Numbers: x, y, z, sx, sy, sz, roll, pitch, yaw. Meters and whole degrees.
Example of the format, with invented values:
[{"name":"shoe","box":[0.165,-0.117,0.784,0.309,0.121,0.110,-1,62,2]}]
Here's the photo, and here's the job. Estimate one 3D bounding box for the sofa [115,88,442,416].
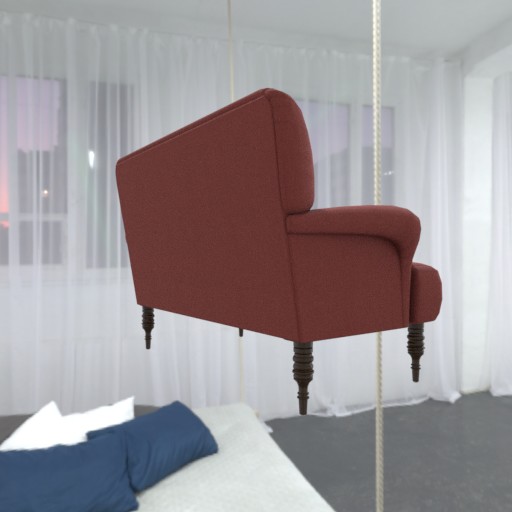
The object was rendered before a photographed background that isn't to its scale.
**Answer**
[{"name":"sofa","box":[0.000,0.000,1.816,0.779,0.889,1.297,0,0,-37]}]
